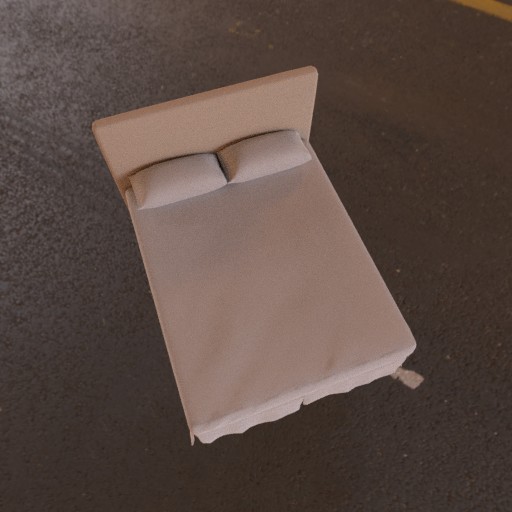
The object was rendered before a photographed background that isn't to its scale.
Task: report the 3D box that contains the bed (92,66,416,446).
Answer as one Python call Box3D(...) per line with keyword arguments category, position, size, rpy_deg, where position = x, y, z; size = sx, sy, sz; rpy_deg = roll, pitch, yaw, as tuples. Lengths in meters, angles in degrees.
Box3D(category="bed", position=(0.000, 0.000, 3.302), size=(1.748, 1.330, 2.142), rpy_deg=(-18, 64, -9))
